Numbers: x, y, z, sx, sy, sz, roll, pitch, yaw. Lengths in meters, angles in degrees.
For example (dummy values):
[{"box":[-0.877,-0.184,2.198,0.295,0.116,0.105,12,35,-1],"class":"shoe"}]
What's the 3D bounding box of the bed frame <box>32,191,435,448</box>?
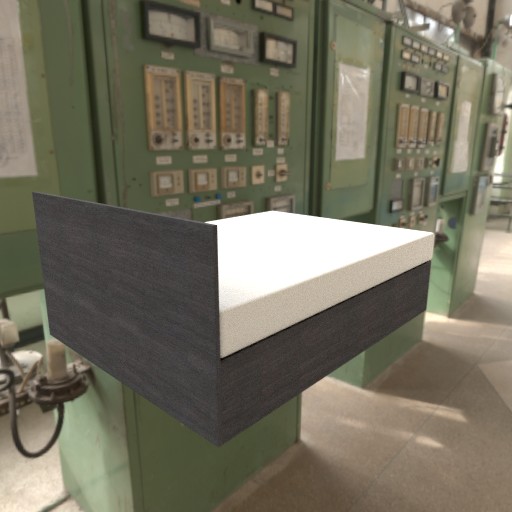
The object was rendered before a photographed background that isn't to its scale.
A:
[{"box":[0.000,0.000,2.607,1.400,0.800,1.900,13,19,41],"class":"bed frame"}]
